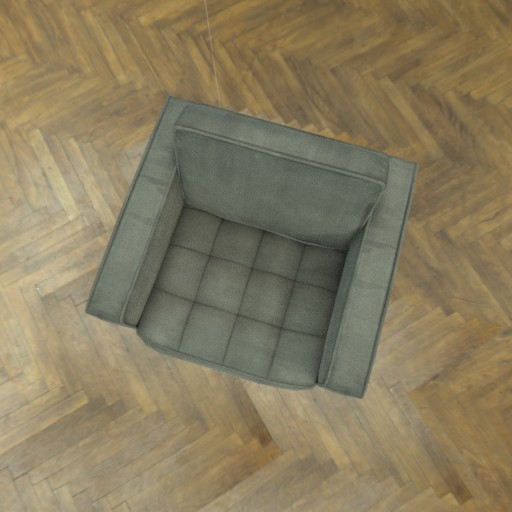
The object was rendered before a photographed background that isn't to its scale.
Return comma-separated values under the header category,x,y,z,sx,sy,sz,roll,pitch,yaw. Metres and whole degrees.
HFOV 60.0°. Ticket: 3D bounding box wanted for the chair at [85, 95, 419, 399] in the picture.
category,x,y,z,sx,sy,sz,roll,pitch,yaw
chair,0.000,0.000,1.584,0.928,0.773,0.843,16,77,4
